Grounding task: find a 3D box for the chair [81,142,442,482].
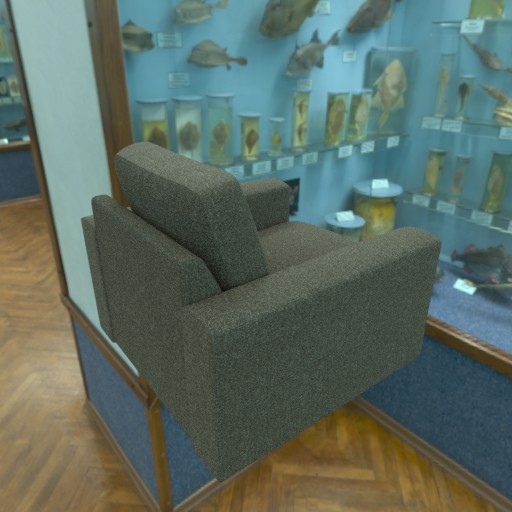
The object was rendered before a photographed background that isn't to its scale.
[{"bbox_3d":[0.000,0.000,1.743,1.016,0.873,1.005,-18,31,-33],"label":"chair"}]
